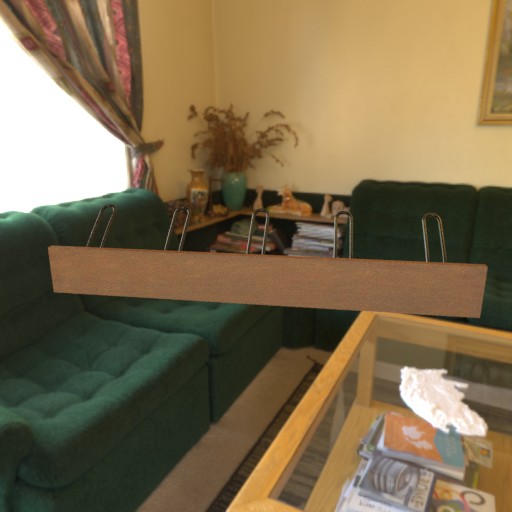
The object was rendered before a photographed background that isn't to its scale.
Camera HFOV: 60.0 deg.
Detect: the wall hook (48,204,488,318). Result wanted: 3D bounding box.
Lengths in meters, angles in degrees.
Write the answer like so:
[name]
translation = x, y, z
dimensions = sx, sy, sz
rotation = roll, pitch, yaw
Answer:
[wall hook]
translation = 0.000, 0.000, 0.593
dimensions = 0.554, 0.116, 0.076
rotation = 3, 16, 9
